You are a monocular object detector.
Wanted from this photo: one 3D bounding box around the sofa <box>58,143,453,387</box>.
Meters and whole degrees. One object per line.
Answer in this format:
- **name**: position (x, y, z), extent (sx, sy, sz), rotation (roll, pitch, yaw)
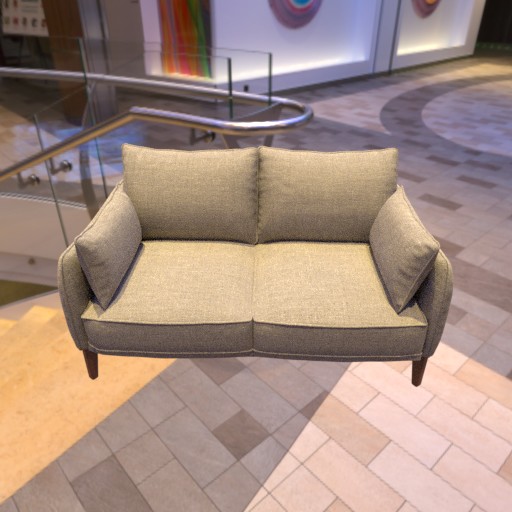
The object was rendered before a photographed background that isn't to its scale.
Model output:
- **sofa**: position (0.000, 0.000, 2.116), extent (1.580, 0.851, 0.972), rotation (1, 31, 1)
